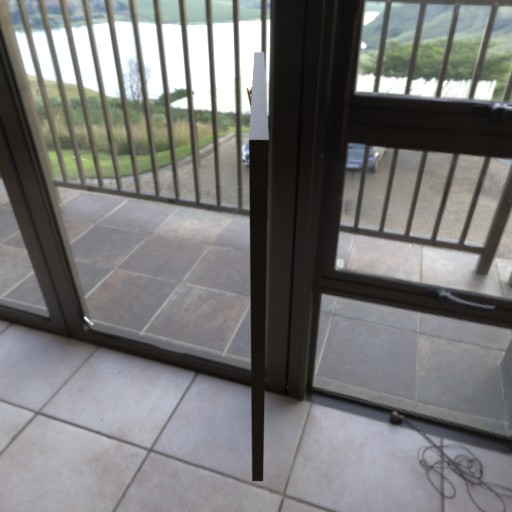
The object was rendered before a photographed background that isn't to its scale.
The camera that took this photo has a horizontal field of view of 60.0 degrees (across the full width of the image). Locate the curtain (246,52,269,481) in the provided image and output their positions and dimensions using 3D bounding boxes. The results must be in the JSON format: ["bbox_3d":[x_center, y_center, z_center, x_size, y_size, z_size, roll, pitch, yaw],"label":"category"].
[{"bbox_3d":[0.000,0.000,0.781,0.027,0.585,0.483,0,34,0],"label":"curtain"}]
